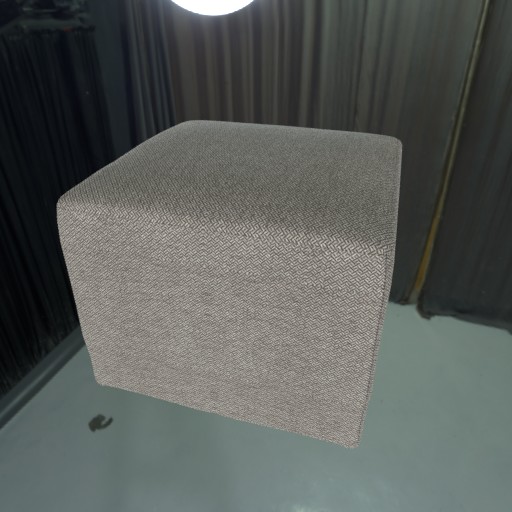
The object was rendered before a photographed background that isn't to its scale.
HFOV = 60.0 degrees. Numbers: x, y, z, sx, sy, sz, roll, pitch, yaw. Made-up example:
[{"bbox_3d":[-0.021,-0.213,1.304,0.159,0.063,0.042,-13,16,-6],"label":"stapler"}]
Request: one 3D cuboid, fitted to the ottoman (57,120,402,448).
[{"bbox_3d":[0.000,0.000,0.911,0.519,0.453,0.512,9,32,14],"label":"ottoman"}]
